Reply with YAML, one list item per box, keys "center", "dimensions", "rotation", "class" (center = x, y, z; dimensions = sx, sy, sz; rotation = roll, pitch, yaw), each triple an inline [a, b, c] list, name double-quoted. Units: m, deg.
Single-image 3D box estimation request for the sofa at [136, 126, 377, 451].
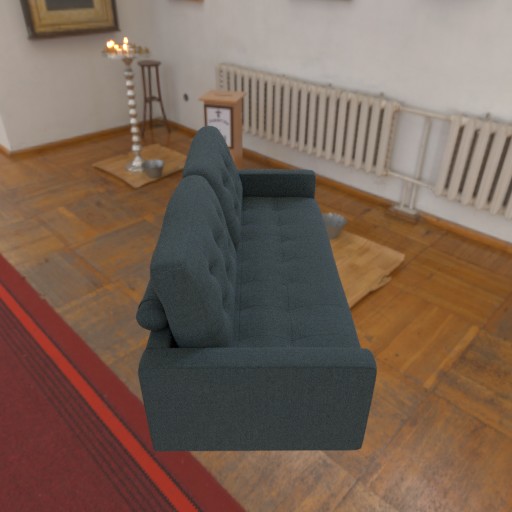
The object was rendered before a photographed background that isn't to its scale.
- center: [0.000, 0.000, 2.546]
  dimensions: [0.966, 1.050, 2.010]
  rotation: [0, 32, 0]
  class: "sofa"
